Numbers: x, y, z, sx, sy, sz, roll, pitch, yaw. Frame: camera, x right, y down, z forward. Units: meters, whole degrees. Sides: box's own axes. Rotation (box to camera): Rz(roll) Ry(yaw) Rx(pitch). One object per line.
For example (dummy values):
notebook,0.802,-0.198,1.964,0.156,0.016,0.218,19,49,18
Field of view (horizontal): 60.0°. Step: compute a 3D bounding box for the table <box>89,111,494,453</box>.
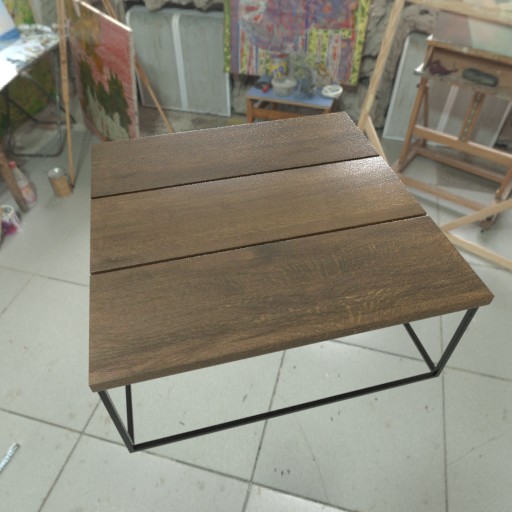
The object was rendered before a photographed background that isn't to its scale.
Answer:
table,0.000,0.000,1.385,0.900,0.400,0.900,-10,46,-10
